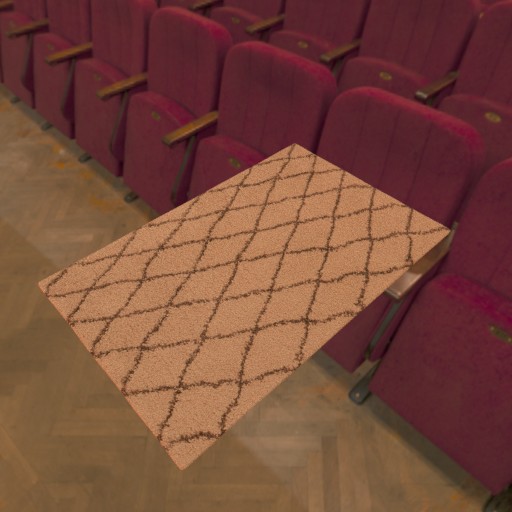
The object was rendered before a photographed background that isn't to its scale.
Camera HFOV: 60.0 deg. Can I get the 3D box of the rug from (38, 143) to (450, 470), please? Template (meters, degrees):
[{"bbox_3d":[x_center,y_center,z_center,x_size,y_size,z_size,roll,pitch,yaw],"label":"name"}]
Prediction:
[{"bbox_3d":[0.000,0.000,3.455,2.743,0.030,1.778,-34,55,-28],"label":"rug"}]
